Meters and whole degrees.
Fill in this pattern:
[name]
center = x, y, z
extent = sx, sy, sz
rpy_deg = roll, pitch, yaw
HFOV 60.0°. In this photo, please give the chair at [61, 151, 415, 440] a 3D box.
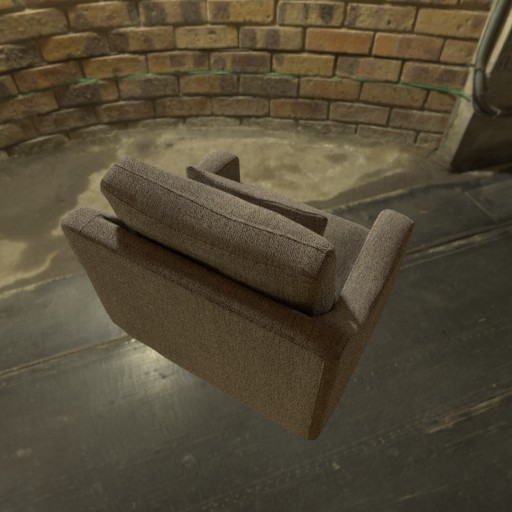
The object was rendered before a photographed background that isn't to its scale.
[chair]
center = 0.000, 0.000, 1.966
extent = 1.138, 1.037, 1.009
rpy_deg = 24, 51, 21
